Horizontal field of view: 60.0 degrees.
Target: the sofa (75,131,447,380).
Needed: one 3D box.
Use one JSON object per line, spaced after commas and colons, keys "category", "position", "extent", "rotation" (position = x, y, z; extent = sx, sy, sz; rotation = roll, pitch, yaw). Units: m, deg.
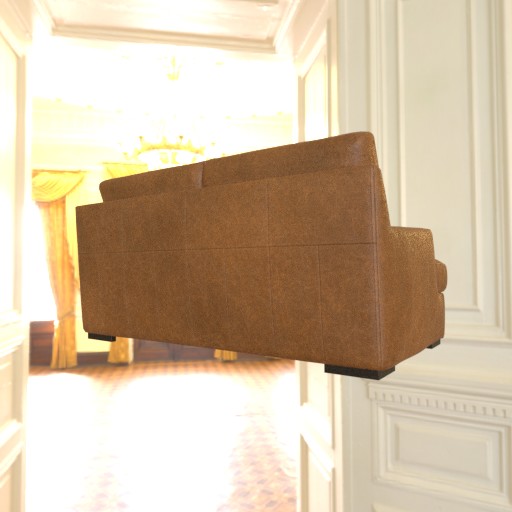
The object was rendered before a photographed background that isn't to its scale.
{"category": "sofa", "position": [0.000, 0.000, 2.517], "extent": [1.880, 0.966, 1.144], "rotation": [-1, -2, 35]}
